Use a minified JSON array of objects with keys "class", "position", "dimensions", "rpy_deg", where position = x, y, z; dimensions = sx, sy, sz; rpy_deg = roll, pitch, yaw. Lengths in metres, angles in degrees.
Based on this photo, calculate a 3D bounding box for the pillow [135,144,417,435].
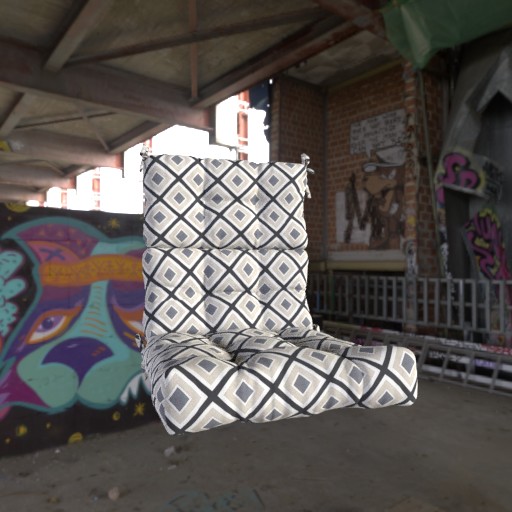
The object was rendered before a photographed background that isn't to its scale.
[{"class":"pillow","position":[0.000,0.000,1.020],"dimensions":[0.519,0.605,0.571],"rpy_deg":[0,-1,-18]}]
